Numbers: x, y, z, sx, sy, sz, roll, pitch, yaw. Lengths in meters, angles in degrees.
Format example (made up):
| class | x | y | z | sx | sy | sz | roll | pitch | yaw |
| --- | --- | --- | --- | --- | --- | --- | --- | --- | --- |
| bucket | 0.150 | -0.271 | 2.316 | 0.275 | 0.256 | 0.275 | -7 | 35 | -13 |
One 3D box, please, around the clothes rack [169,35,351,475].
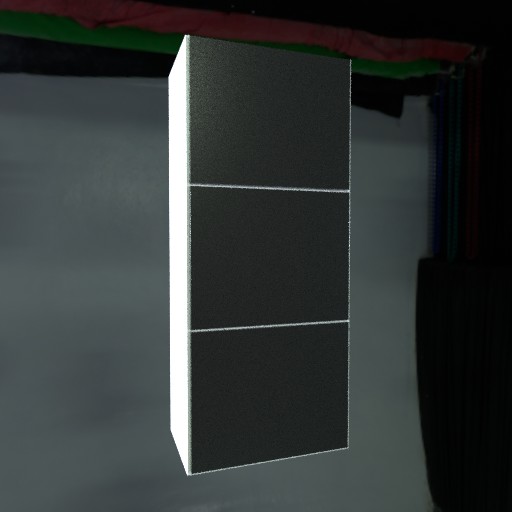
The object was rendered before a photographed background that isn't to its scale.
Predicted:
| class | x | y | z | sx | sy | sz | roll | pitch | yaw |
| --- | --- | --- | --- | --- | --- | --- | --- | --- | --- |
| clothes rack | 0.000 | 0.000 | 1.419 | 0.500 | 1.187 | 0.330 | -1 | 2 | -19 |
